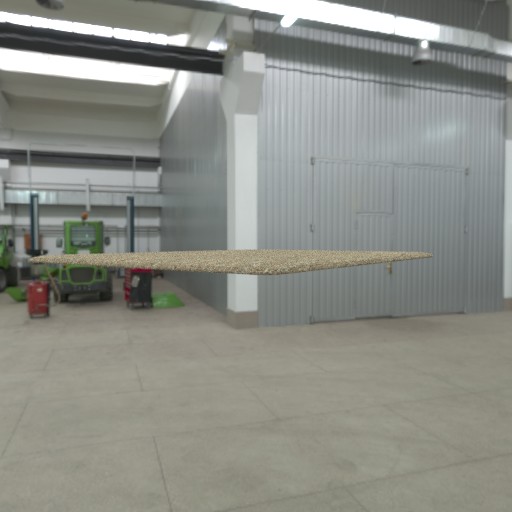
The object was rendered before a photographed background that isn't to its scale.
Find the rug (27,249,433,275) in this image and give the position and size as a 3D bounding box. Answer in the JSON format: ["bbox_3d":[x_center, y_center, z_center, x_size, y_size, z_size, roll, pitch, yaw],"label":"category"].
[{"bbox_3d":[0.000,0.000,3.792,2.242,0.050,2.873,1,3,36],"label":"rug"}]
